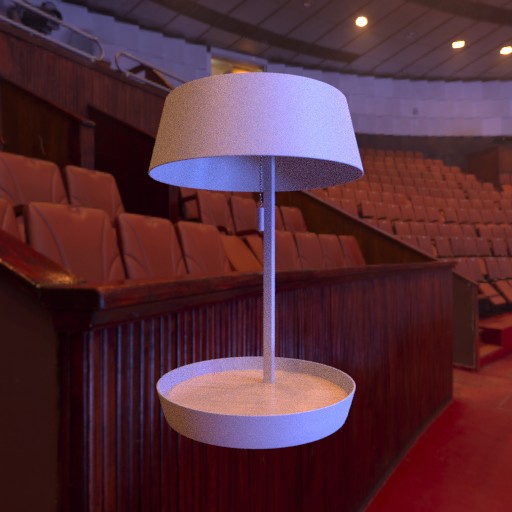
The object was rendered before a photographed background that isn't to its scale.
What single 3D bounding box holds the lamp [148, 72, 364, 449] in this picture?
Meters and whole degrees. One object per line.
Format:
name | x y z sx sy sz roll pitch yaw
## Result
lamp | 0.000 0.000 0.617 0.291 0.429 0.291 0 1 0
